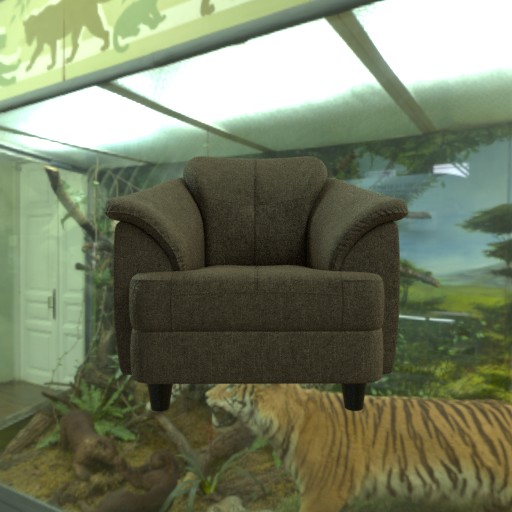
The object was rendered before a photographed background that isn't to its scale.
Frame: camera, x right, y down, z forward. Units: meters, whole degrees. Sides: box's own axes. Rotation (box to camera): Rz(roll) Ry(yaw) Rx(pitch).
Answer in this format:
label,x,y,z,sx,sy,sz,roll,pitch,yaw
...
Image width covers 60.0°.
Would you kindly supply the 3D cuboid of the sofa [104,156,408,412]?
label,x,y,z,sx,sy,sz,roll,pitch,yaw
sofa,0.000,0.000,1.509,0.870,0.811,0.794,0,0,-1
